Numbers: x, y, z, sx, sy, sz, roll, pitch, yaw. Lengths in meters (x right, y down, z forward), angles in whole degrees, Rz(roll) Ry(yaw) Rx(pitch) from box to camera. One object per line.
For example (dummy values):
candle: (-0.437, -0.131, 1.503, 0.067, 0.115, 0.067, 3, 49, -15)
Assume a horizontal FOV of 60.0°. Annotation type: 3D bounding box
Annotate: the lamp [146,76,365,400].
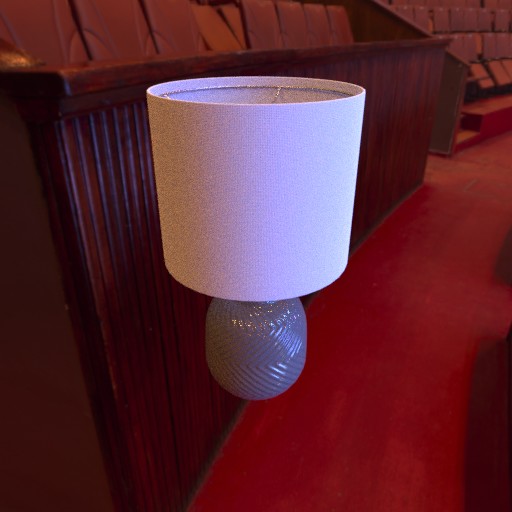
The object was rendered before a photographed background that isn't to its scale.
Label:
lamp: (0.000, 0.000, 0.512, 0.207, 0.366, 0.207, 8, 28, 14)
